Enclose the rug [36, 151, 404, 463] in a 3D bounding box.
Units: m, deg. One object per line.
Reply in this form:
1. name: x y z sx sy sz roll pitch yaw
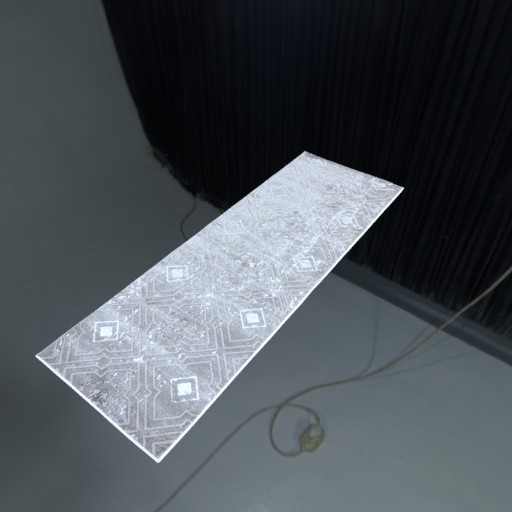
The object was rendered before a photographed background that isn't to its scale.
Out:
1. rug: 0.000 0.000 2.620 0.832 0.035 2.381 27 50 26
